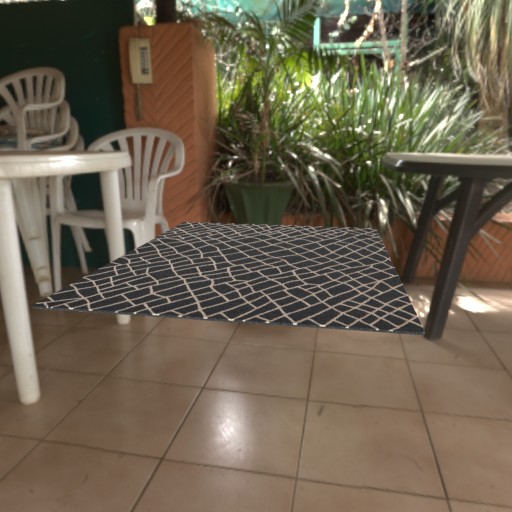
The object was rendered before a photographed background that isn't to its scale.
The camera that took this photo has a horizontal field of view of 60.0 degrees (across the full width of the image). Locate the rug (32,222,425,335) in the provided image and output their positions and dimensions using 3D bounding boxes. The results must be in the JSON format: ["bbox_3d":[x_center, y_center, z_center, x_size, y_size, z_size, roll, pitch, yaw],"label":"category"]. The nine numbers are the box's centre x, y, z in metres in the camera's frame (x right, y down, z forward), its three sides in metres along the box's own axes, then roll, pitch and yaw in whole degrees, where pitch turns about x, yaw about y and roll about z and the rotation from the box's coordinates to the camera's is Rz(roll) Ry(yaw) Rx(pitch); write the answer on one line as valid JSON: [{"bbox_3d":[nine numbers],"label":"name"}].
[{"bbox_3d":[0.000,0.000,4.112,2.439,0.022,3.047,2,15,9],"label":"rug"}]
